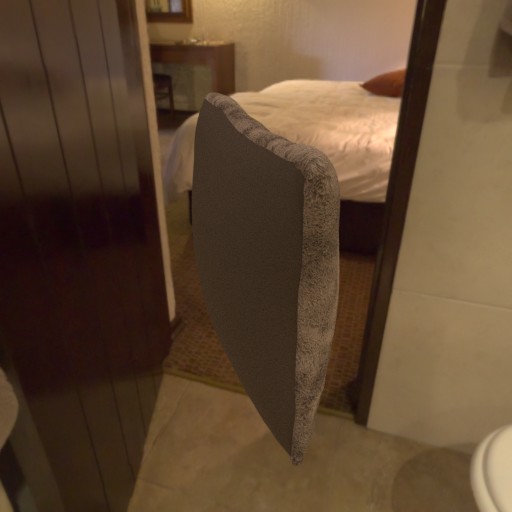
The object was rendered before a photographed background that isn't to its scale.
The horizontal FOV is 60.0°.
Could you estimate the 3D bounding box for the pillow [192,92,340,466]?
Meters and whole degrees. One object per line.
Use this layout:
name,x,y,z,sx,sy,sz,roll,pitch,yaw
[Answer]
pillow,0.000,0.000,0.809,0.204,0.520,0.522,-10,31,-17
